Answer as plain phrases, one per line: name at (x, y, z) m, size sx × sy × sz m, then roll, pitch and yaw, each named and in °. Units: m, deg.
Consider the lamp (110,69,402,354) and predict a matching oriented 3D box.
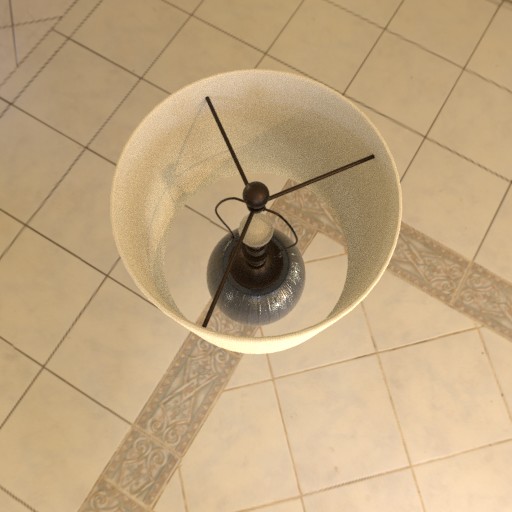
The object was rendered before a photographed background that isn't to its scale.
lamp at (0.000, 0.000, 0.760) m, size 0.329 × 0.570 × 0.329 m, roll 21°, pitch 76°, yaw 5°
